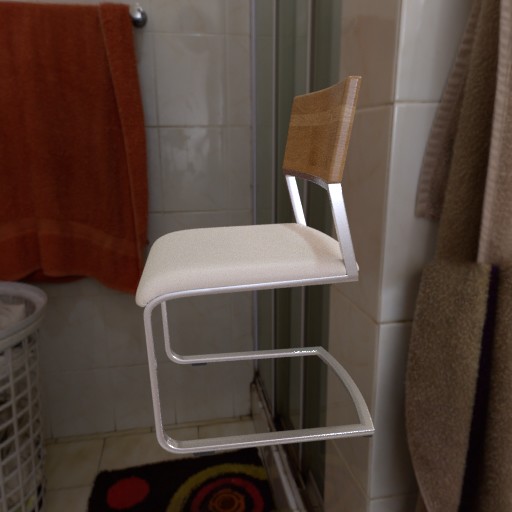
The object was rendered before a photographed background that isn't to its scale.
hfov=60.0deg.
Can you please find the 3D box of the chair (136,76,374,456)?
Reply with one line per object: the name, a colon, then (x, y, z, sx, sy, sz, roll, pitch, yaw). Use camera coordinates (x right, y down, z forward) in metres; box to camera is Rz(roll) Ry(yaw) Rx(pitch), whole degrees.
chair: (0.000, 0.000, 1.178, 0.585, 0.844, 0.467, -2, 15, -8)
